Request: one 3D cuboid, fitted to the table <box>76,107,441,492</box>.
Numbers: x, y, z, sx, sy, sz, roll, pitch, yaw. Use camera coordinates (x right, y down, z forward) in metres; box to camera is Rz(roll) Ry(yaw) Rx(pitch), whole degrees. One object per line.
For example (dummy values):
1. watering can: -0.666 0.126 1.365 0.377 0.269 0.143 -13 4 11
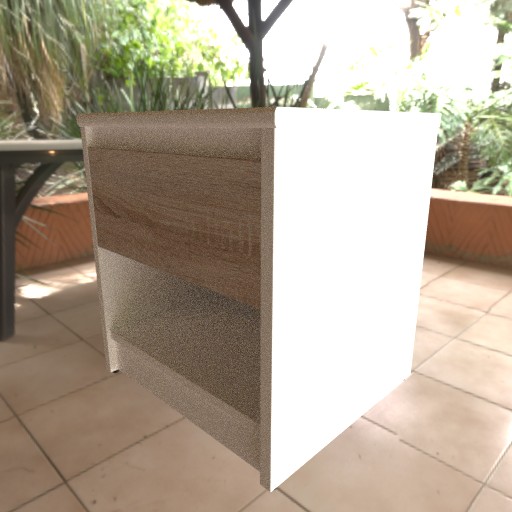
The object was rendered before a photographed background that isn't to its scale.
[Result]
1. table: 0.000 0.000 0.752 0.420 0.460 0.380 16 23 42
